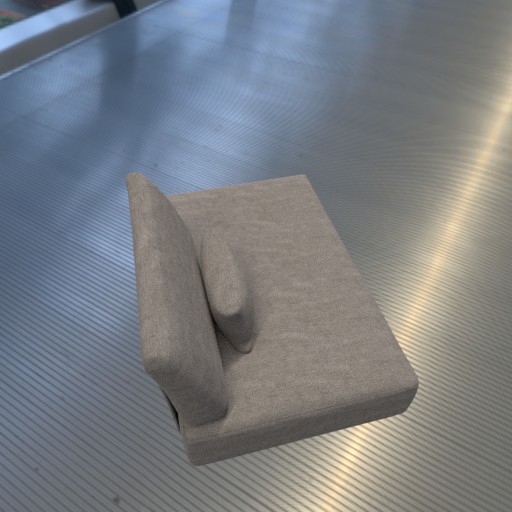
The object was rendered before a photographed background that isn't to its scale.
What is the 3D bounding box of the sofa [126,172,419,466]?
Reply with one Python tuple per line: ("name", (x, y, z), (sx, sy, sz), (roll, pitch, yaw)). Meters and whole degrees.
("sofa", (0.000, 0.000, 2.037), (1.002, 0.820, 1.450), (-10, 47, -10))
